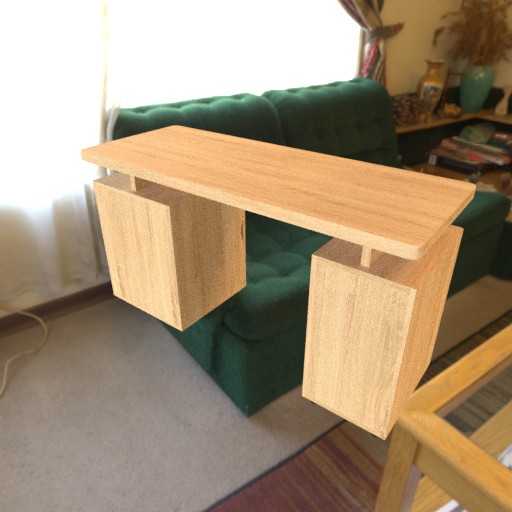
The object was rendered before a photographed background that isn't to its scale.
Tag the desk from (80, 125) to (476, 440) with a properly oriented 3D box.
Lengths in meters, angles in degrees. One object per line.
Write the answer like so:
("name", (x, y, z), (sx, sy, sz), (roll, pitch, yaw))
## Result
("desk", (0.000, 0.000, 1.804), (1.400, 0.760, 0.550), (20, 35, 32))
